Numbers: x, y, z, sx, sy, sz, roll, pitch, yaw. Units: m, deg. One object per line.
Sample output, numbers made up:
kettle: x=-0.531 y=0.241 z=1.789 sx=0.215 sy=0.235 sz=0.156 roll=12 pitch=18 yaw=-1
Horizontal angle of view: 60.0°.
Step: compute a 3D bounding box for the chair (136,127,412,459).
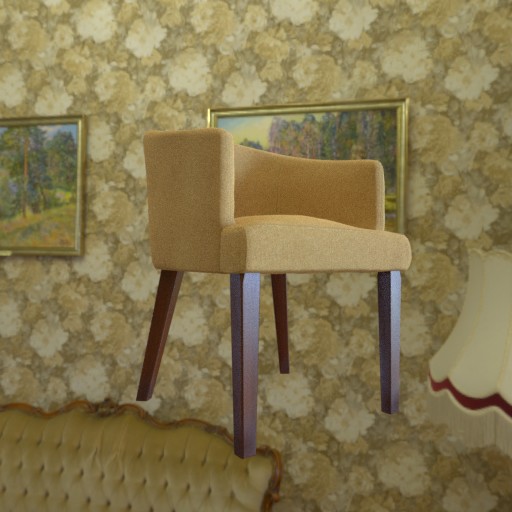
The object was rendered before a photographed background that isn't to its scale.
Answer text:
chair: x=0.000 y=0.000 z=1.254 sx=0.583 sy=0.811 sz=0.655 roll=1 pitch=-1 yaw=-36
